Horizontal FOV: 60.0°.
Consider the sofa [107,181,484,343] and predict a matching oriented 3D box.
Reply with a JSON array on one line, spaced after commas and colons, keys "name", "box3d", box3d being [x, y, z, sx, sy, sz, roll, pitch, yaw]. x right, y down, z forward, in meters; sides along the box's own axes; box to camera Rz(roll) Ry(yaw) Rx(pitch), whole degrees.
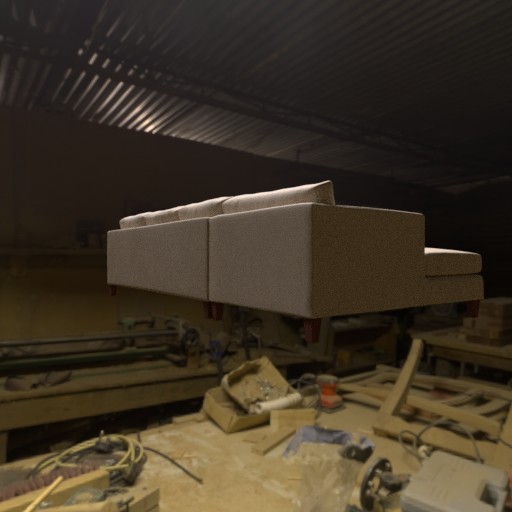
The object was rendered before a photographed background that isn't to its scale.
[{"name": "sofa", "box3d": [0.000, 0.000, 3.884, 1.625, 0.846, 3.186, 0, 0, -36]}]
